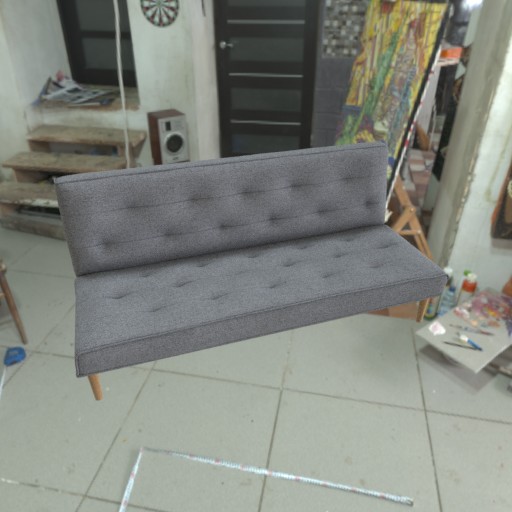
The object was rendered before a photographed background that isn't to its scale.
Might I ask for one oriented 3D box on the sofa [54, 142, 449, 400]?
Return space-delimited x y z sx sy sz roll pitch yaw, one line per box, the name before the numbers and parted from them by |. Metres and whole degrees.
sofa | 0.000 0.000 2.281 1.820 0.830 0.810 -10 33 -16
